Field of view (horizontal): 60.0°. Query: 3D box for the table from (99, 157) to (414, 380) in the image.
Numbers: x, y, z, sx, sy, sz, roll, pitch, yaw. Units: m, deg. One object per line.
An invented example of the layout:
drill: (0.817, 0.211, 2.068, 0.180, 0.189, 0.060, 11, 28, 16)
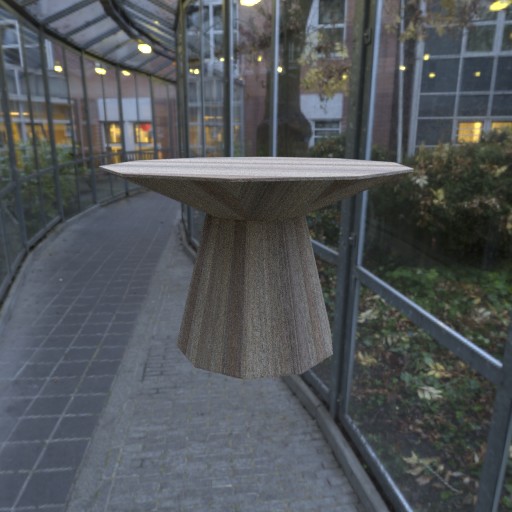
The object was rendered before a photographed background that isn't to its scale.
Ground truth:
table: (0.000, 0.000, 1.852, 1.186, 0.752, 1.186, 0, 15, 0)
